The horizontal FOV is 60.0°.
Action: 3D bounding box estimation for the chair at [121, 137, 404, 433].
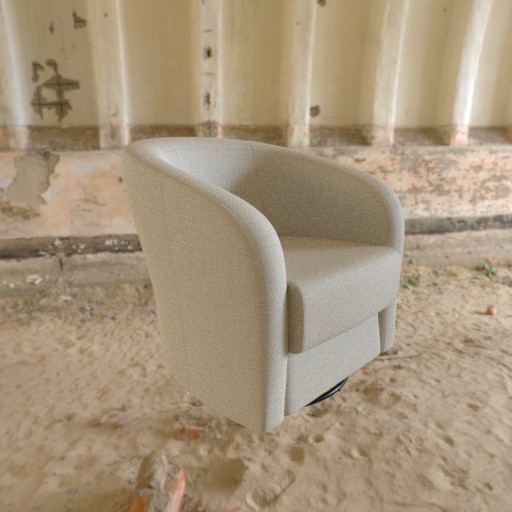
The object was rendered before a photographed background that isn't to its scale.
[{"bbox_3d":[0.000,0.000,1.484,0.815,0.771,0.791,14,20,42],"label":"chair"}]
